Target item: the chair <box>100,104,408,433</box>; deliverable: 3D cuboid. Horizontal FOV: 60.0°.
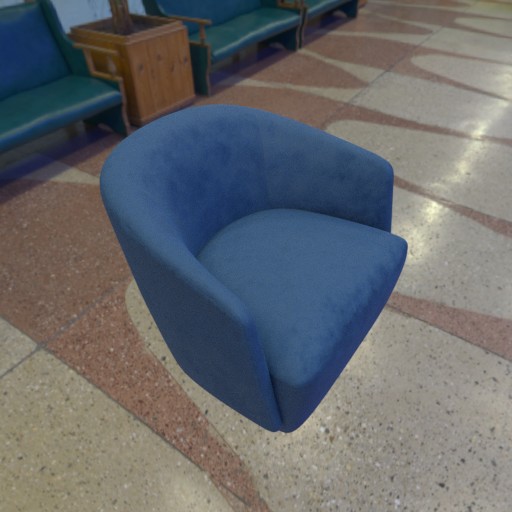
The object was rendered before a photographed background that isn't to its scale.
[{"bbox_3d":[0.000,0.000,1.360,0.767,0.698,0.773,25,47,26],"label":"chair"}]
